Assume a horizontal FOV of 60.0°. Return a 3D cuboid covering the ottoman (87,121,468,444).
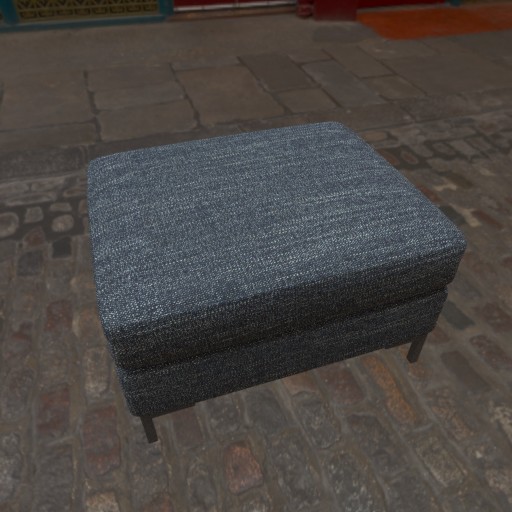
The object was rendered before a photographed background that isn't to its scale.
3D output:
[{"bbox_3d":[0.000,0.000,1.235,0.814,0.491,0.667,-12,43,-14],"label":"ottoman"}]
